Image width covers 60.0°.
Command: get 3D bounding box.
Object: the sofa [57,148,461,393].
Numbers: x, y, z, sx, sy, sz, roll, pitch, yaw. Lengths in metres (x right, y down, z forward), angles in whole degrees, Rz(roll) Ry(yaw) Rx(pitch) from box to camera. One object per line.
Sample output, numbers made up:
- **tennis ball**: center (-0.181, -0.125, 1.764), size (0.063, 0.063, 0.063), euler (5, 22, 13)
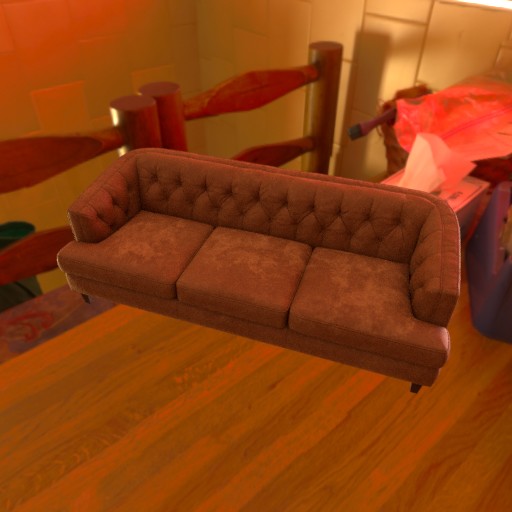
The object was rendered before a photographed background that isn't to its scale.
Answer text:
- **sofa**: center (0.000, 0.000, 2.720), size (2.257, 0.791, 0.922), euler (12, 41, 15)
